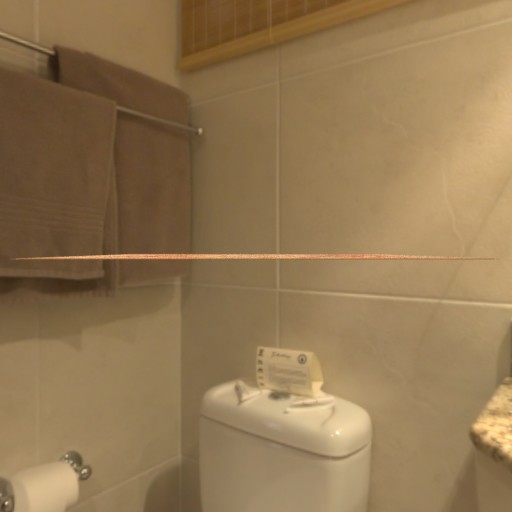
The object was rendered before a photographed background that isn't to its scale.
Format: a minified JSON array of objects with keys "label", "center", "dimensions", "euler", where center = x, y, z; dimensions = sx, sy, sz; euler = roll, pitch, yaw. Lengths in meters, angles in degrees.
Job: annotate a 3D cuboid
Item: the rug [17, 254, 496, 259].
[{"label":"rug","center":[0.000,0.000,4.052],"dimensions":[3.143,0.008,2.451],"euler":[0,1,0]}]
